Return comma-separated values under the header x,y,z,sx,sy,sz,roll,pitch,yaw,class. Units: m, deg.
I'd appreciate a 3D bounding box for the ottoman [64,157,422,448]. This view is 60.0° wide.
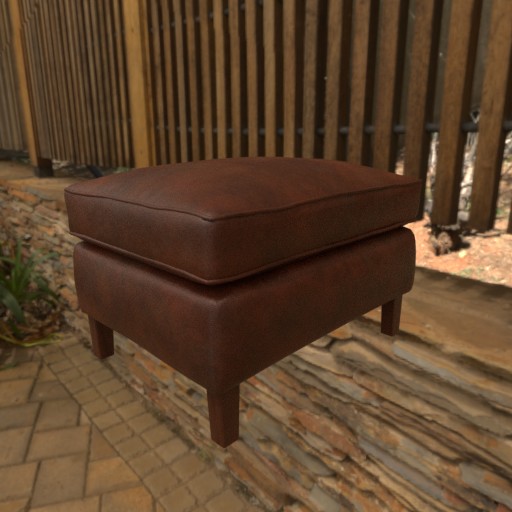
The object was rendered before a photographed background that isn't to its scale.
x,y,z,sx,sy,sz,roll,pitch,yaw,class
0.000,0.000,0.997,0.501,0.432,0.665,15,22,42,ottoman
